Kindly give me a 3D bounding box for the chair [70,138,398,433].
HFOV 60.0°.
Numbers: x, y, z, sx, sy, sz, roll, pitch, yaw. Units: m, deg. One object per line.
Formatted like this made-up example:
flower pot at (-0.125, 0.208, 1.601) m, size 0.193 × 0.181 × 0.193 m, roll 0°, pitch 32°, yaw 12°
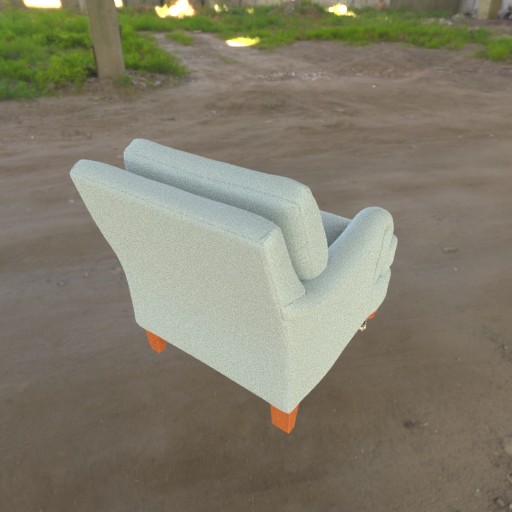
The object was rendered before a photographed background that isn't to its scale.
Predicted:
chair at (0.000, 0.000, 1.943) m, size 0.955 × 1.038 × 1.070 m, roll 22°, pitch 38°, yaw 31°
